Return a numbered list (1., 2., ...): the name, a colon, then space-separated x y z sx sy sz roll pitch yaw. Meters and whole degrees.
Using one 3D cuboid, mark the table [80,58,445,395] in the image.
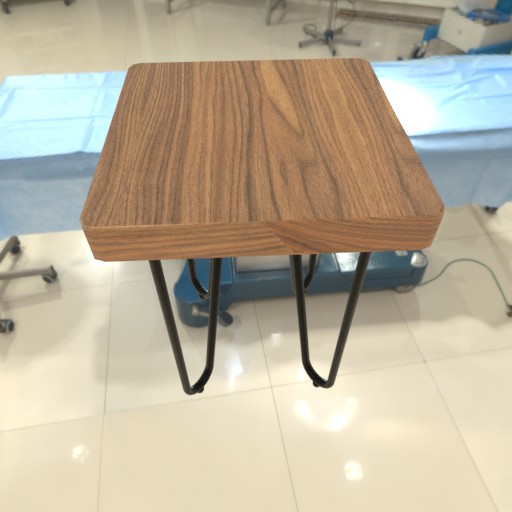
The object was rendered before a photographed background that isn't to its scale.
1. table: 0.000 0.000 0.962 0.479 0.641 0.480 -2 47 -2
